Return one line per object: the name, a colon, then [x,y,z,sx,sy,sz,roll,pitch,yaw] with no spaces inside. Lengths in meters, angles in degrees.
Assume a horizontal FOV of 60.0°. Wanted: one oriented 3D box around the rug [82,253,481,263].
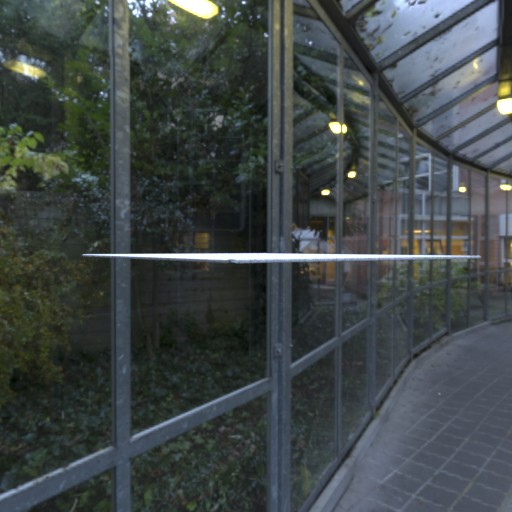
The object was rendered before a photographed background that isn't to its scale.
rug: [0.000,0.000,4.212,2.449,0.025,3.049,-1,1,-35]
